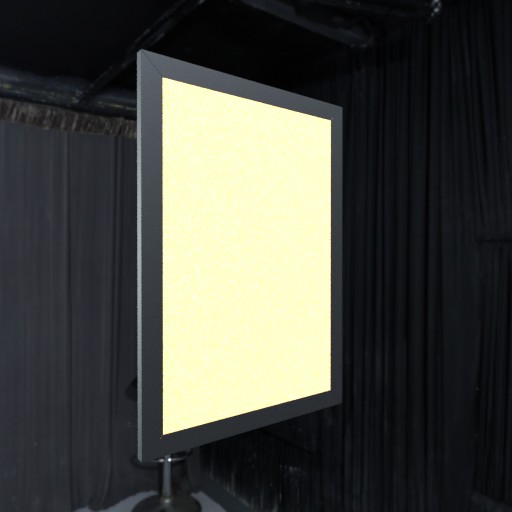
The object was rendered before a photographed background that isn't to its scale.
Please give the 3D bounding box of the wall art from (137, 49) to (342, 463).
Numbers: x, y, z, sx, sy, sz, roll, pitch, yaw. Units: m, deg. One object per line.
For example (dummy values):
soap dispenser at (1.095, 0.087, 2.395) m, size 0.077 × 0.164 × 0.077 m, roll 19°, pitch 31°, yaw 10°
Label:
wall art at (0.000, 0.000, 0.594) m, size 0.326 × 0.459 × 0.011 m, roll 0°, pitch 1°, yaw -37°
